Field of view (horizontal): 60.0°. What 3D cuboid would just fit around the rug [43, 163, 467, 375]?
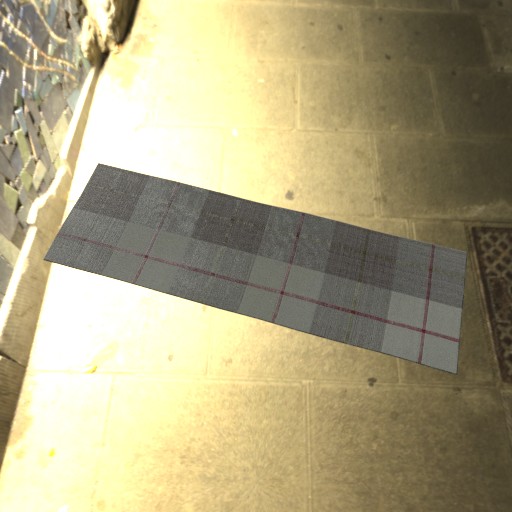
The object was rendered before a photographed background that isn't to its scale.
[{"bbox_3d":[0.000,0.000,2.667,2.439,0.013,0.762,15,64,7],"label":"rug"}]
